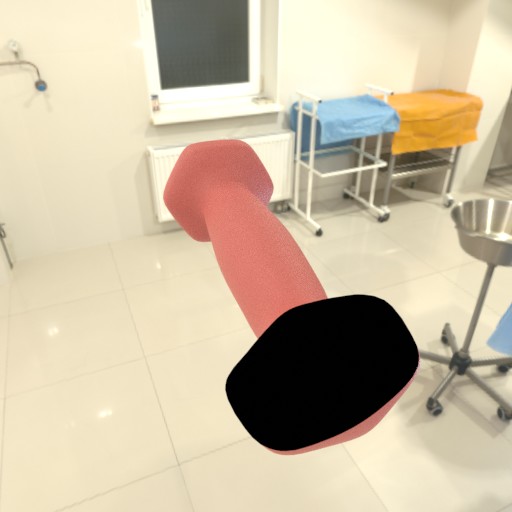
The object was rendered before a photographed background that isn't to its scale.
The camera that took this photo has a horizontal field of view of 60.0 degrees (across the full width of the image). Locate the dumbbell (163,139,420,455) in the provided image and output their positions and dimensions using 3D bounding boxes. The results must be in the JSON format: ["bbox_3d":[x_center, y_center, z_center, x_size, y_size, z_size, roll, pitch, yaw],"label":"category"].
[{"bbox_3d":[0.000,0.000,0.143,0.047,0.043,0.123,-9,33,-14],"label":"dumbbell"}]
